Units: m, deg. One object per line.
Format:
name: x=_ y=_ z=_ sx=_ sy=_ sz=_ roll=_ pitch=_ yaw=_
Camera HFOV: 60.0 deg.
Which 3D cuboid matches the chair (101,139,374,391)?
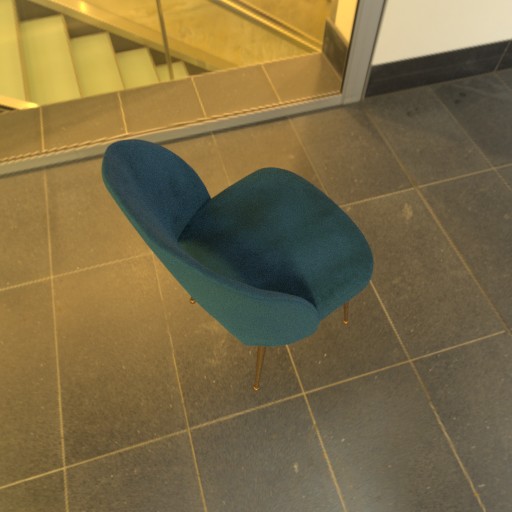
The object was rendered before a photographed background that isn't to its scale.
chair: x=0.000 y=0.000 z=1.221 sx=0.577 sy=0.860 sz=0.527 roll=-32 pitch=63 yaw=-18
